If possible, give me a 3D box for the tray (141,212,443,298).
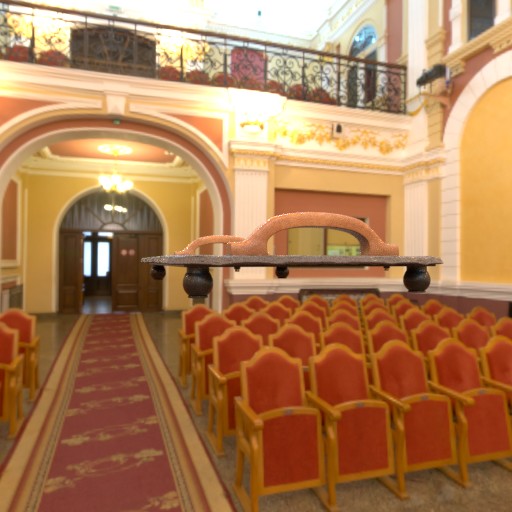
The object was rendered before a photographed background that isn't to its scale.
[{"bbox_3d":[0.000,0.000,0.482,0.231,0.062,0.387,0,-1,-17],"label":"tray"}]
